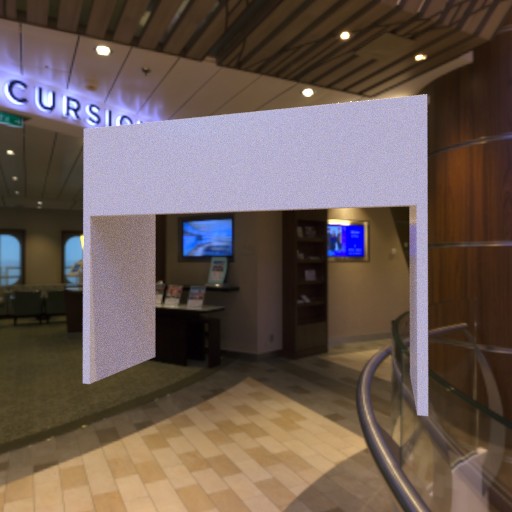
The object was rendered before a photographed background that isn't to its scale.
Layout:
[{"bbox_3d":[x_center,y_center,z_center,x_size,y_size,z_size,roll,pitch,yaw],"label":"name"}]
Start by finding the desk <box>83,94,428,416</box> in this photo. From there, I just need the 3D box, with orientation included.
[{"bbox_3d":[0.000,0.000,1.423,1.000,0.790,0.400,0,-1,17],"label":"desk"}]
